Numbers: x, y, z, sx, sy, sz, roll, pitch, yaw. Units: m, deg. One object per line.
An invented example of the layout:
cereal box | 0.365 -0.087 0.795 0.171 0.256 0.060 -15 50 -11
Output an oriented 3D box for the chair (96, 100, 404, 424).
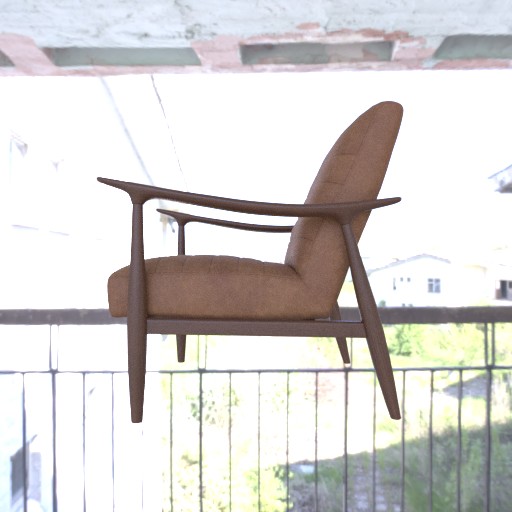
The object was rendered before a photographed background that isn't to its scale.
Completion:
chair | 0.000 0.000 1.433 0.798 0.832 0.741 0 -1 0
